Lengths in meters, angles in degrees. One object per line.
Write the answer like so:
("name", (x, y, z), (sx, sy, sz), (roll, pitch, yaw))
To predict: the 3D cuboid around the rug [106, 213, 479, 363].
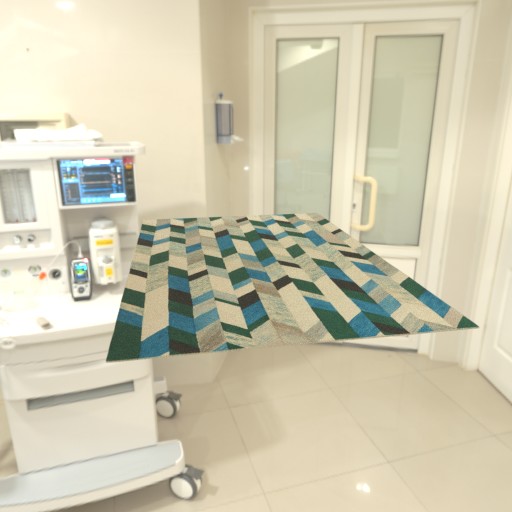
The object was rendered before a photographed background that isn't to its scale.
("rug", (0.000, 0.000, 2.246), (1.229, 0.005, 1.827), (-3, 18, -10))
